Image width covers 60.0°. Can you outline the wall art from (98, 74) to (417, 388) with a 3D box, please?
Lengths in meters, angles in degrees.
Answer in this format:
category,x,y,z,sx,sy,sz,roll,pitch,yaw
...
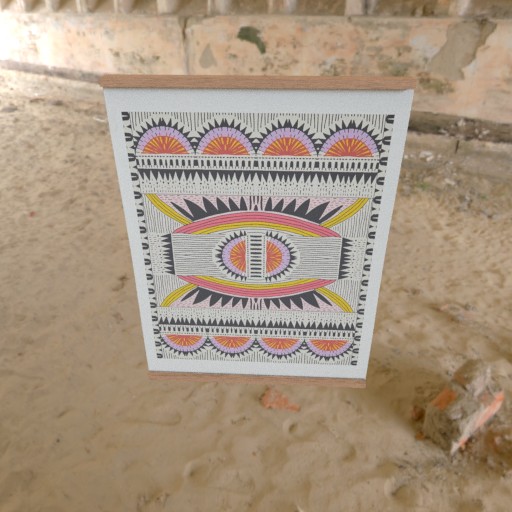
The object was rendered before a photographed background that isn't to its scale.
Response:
category,x,y,z,sx,sy,sz,roll,pitch,yaw
wall art,0.000,0.000,0.698,0.403,0.527,0.028,1,30,3
